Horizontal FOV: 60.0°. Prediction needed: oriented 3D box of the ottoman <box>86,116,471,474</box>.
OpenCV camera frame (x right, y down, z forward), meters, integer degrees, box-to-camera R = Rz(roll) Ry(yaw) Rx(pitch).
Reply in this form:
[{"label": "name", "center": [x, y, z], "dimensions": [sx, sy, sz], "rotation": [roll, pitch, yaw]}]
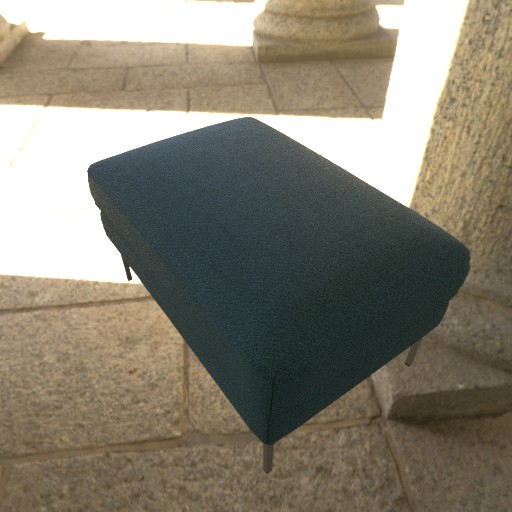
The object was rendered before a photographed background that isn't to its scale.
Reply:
[{"label": "ottoman", "center": [0.000, 0.000, 1.179], "dimensions": [0.563, 0.498, 0.856], "rotation": [-26, 48, -26]}]
